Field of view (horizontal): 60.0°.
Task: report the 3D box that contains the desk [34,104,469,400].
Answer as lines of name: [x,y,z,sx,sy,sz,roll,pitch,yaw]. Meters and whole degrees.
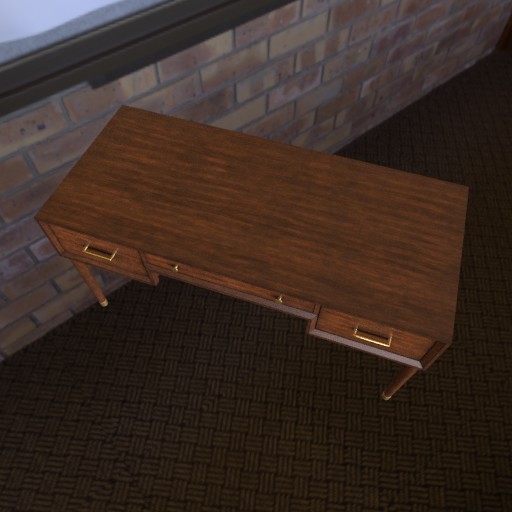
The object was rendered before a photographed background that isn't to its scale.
desk: [0.000,0.000,2.067,1.575,0.762,0.724,16,58,10]
